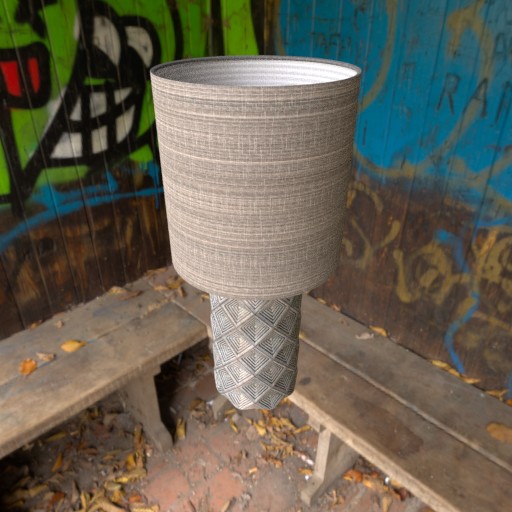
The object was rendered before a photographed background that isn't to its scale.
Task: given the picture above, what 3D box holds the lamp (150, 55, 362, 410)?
[{"bbox_3d":[0.000,0.000,0.718,0.268,0.566,0.269,9,32,15],"label":"lamp"}]
